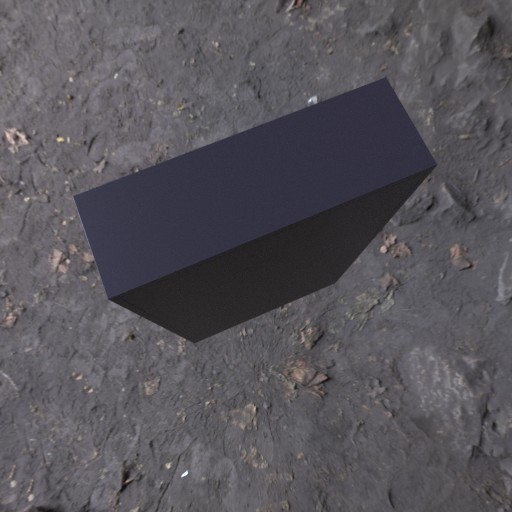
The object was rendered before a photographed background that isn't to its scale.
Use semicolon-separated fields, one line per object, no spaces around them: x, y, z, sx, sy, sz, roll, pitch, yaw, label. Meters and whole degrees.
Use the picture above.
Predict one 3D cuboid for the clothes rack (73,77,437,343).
0.000;0.000;1.571;0.750;1.280;0.250;-22;76;-6;clothes rack
